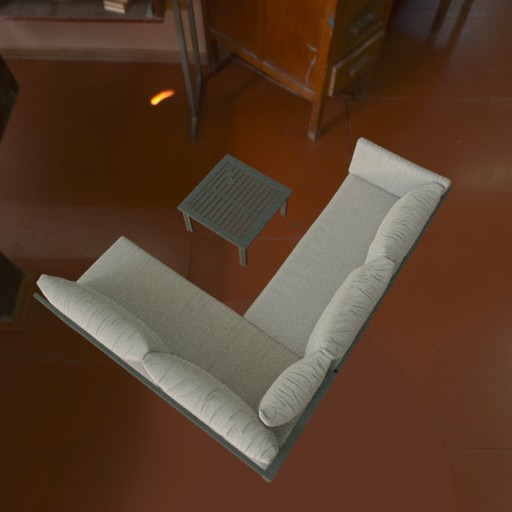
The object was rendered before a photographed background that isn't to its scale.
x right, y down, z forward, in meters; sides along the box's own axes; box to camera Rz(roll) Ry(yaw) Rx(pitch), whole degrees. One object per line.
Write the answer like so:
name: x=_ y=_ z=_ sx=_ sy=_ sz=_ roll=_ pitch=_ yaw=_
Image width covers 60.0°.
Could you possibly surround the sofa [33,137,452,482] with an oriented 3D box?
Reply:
sofa: x=0.000 y=0.000 z=2.935 sx=1.658 sy=0.758 sz=2.096 roll=32 pitch=67 yaw=15
